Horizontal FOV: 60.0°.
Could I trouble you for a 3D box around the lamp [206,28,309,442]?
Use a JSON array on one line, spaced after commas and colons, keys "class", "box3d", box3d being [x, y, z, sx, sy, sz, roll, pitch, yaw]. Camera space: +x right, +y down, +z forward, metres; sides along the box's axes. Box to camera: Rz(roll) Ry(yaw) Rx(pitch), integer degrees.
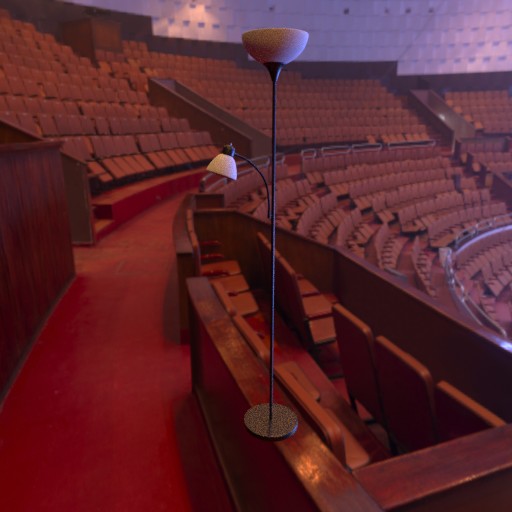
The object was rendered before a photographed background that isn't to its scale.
[{"class": "lamp", "box3d": [0.000, 0.000, 1.975, 0.442, 1.804, 0.279, -8, 18, -27]}]
